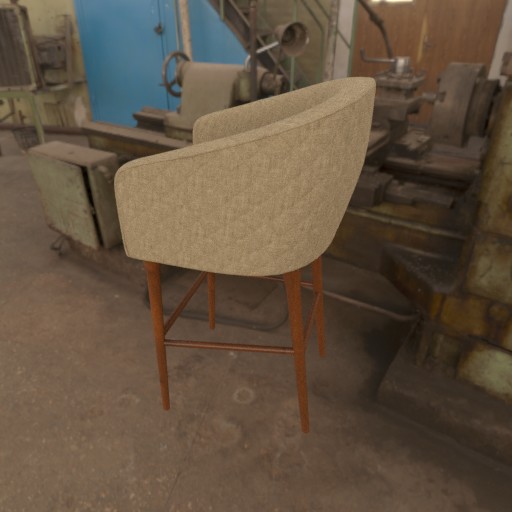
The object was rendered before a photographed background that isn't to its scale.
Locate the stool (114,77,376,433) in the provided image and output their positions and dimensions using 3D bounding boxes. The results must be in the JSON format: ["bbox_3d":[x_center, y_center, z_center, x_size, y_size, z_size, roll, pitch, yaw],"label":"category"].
[{"bbox_3d":[0.000,0.000,1.418,0.607,1.078,0.559,8,32,14],"label":"stool"}]
